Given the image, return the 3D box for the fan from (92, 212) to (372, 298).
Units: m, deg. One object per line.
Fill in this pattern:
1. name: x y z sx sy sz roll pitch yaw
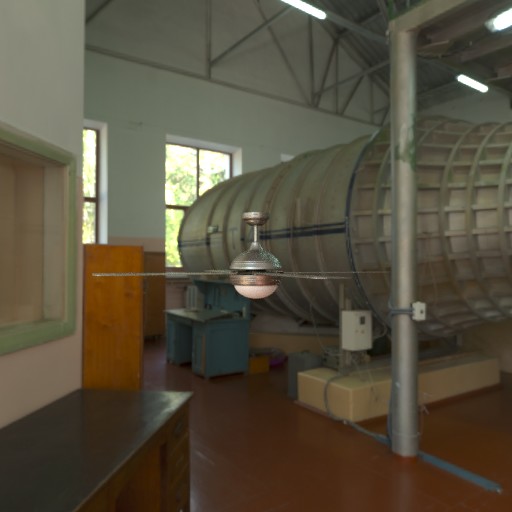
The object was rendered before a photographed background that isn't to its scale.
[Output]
1. fan: 0.000 0.000 1.995 1.321 0.381 1.321 0 -1 0
